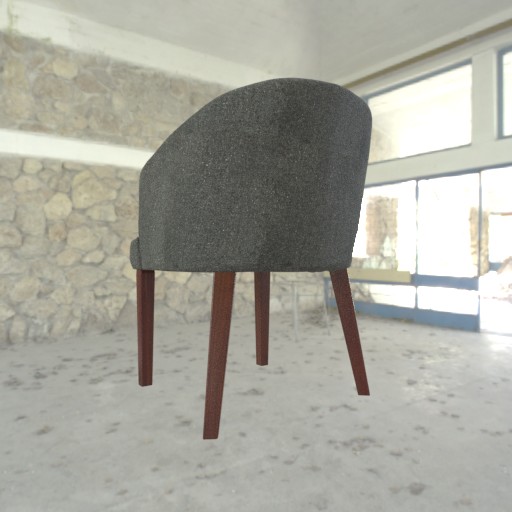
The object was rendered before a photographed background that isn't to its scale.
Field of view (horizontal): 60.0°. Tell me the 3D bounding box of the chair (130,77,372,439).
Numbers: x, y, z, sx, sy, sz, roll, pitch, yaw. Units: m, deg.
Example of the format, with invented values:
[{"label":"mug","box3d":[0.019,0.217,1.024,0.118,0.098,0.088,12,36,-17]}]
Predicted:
[{"label":"chair","box3d":[0.000,0.000,1.288,0.583,0.811,0.655,0,0,-35]}]
